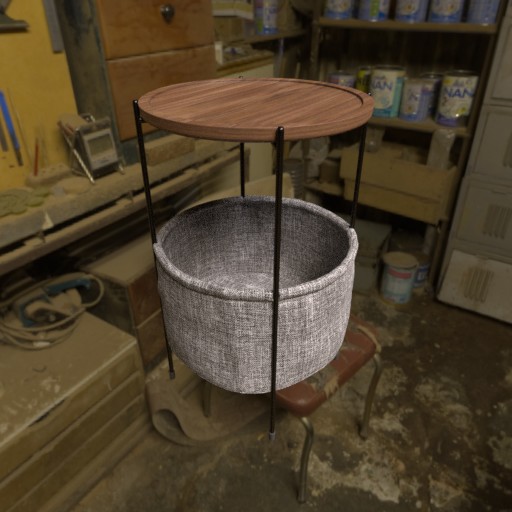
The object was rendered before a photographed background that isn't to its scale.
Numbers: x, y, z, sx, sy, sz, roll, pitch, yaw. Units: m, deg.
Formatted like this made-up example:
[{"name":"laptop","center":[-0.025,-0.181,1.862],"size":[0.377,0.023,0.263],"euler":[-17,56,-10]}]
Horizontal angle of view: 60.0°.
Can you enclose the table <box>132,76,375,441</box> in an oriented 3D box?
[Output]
[{"name":"table","center":[0.000,0.000,0.901],"size":[0.400,0.623,0.400],"euler":[20,36,30]}]
